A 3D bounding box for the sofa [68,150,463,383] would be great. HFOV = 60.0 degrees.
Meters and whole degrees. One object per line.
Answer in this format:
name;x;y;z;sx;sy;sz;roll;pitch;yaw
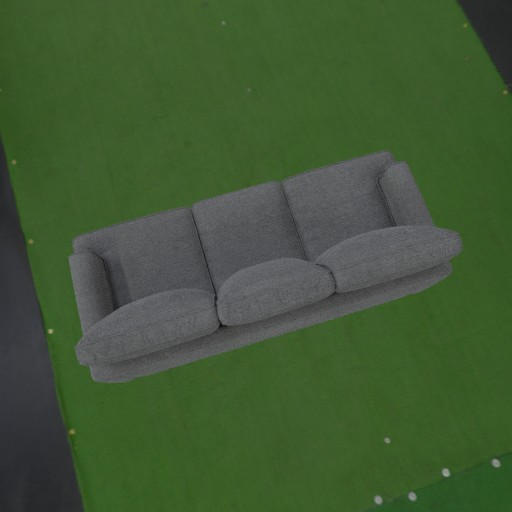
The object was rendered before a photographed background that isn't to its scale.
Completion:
sofa;0.000;0.000;2.719;2.158;0.965;0.951;-16;75;-4
